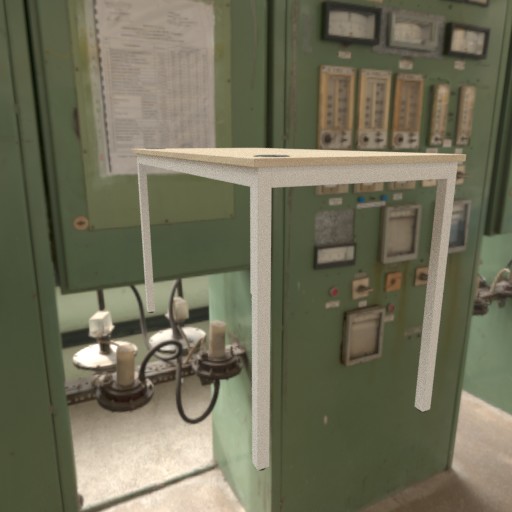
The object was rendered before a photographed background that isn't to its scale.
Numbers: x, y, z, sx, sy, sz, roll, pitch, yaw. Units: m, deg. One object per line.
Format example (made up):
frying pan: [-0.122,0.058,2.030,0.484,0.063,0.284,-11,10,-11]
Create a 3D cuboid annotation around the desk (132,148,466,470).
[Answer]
desk: [0.000,0.000,1.612,0.600,0.750,1.200,-7,16,-25]
